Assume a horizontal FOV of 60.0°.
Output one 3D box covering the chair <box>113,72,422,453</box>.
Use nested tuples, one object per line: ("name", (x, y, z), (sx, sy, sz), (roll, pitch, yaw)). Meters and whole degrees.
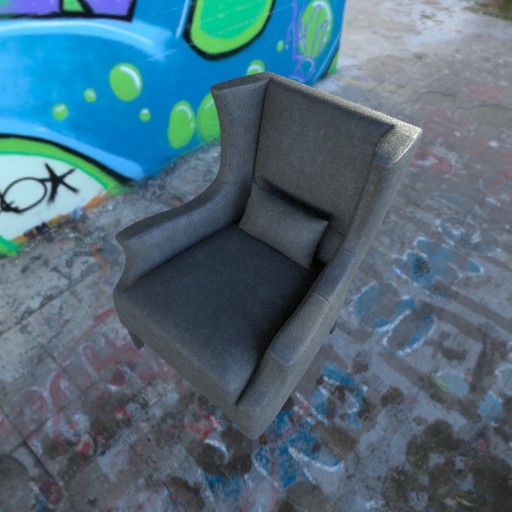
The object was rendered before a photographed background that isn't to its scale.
("chair", (0.000, 0.000, 1.718), (0.853, 1.016, 0.926), (32, 54, 27))
